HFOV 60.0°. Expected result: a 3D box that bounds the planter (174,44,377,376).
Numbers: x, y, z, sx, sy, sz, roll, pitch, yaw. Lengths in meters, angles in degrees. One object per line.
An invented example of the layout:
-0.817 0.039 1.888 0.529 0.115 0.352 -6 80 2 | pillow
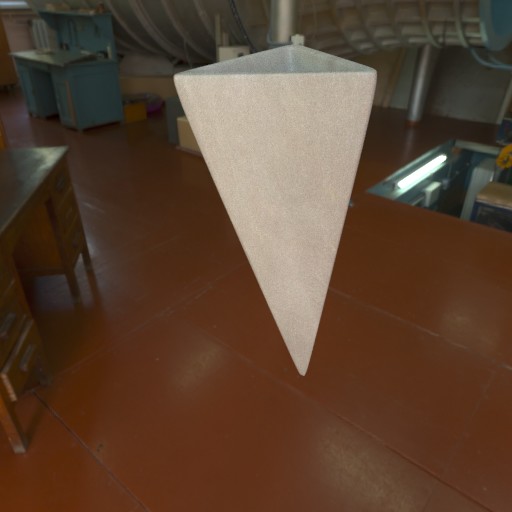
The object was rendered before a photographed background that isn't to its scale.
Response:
0.000 0.000 0.272 0.081 0.224 0.101 -8 32 -13 | planter
